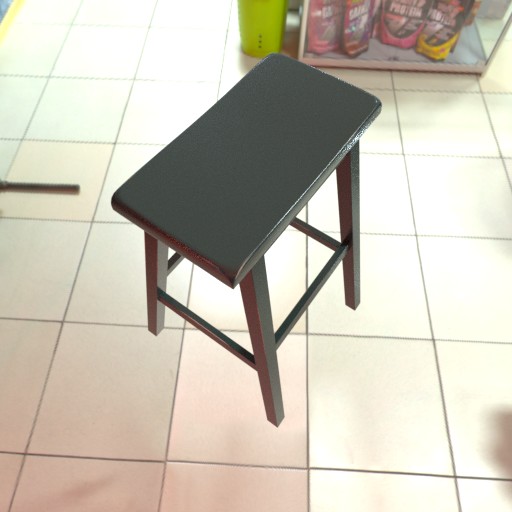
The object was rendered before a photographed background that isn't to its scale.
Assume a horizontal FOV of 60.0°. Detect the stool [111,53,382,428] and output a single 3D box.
[{"bbox_3d":[0.000,0.000,1.048,0.476,0.737,0.457,32,65,17],"label":"stool"}]
